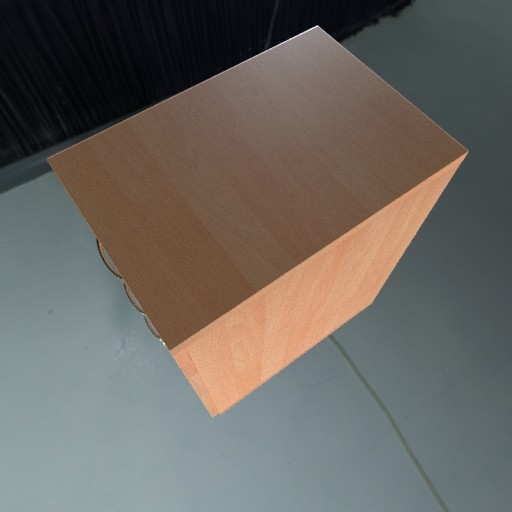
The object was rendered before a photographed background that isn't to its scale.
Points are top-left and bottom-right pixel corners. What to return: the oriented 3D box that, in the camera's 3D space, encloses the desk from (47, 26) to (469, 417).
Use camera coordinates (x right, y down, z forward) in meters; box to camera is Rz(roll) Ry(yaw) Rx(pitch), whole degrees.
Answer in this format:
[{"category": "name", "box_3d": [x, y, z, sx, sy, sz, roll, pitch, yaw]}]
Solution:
[{"category": "desk", "box_3d": [0.000, 0.000, 1.070, 0.600, 0.730, 0.404, -33, 67, -16]}]
